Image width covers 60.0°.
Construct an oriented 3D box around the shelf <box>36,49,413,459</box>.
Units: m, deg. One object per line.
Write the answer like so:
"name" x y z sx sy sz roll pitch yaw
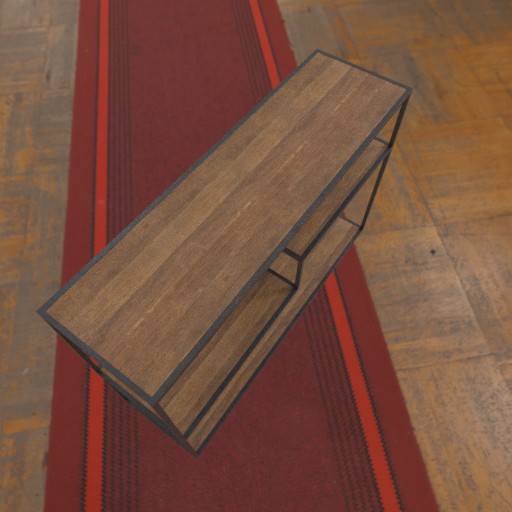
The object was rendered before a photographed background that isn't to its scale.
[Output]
"shelf" 0.000 0.000 1.519 0.361 0.765 1.201 31 63 18
